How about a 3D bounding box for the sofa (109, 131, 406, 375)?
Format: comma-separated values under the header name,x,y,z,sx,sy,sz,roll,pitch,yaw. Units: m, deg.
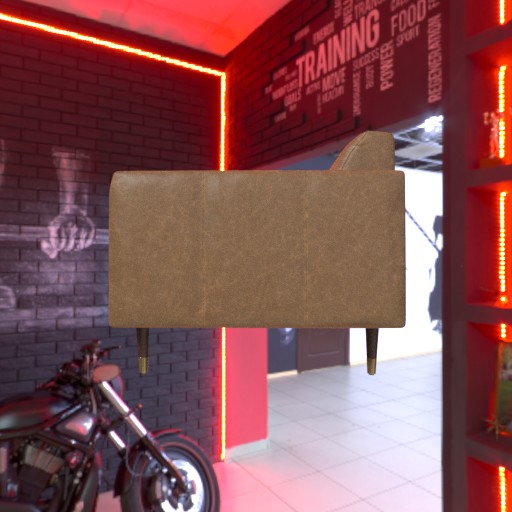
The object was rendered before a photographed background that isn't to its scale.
name,x,y,z,sx,sy,sz,roll,pitch,yaw
sofa,0.000,0.000,2.122,0.960,0.820,1.549,0,-1,1
